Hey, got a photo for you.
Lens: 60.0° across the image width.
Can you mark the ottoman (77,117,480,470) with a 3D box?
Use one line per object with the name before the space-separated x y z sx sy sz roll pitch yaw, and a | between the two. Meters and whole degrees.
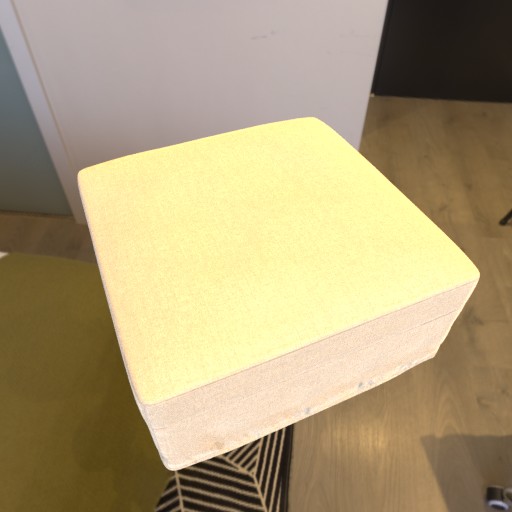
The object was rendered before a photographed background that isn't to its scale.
ottoman | 0.000 0.000 1.303 0.843 0.436 0.840 -18 49 -16
